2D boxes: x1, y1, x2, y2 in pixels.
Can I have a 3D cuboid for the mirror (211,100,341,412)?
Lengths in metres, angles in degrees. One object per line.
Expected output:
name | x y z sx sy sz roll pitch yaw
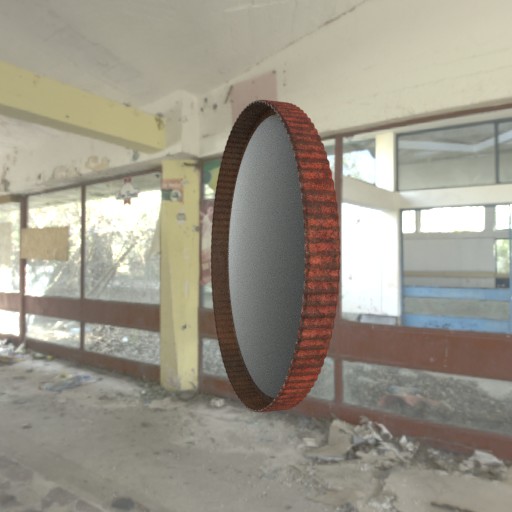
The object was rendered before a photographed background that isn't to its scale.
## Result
mirror | 0.000 0.000 0.917 0.056 0.609 0.609 0 -1 -18
